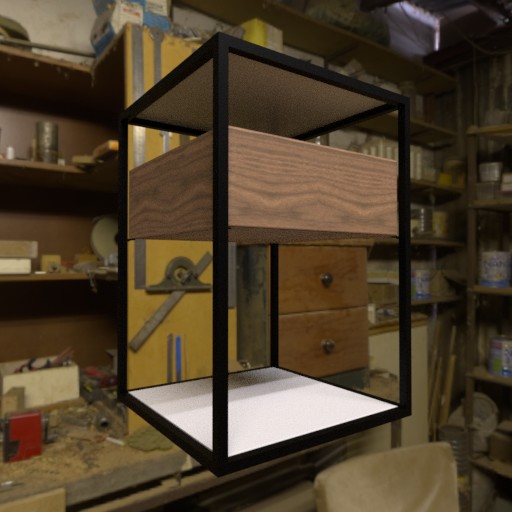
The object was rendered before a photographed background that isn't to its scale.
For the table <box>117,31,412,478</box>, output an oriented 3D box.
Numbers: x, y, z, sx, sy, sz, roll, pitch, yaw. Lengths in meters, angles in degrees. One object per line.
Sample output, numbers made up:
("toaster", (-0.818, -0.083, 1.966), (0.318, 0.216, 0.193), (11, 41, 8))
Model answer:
("table", (0.000, 0.000, 0.798), (0.378, 0.540, 0.378), (1, -1, -35))
